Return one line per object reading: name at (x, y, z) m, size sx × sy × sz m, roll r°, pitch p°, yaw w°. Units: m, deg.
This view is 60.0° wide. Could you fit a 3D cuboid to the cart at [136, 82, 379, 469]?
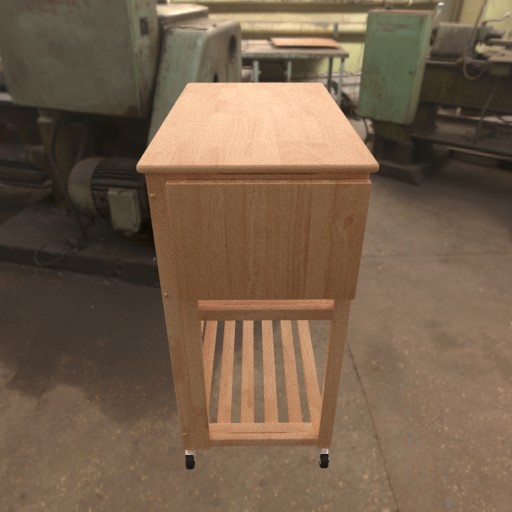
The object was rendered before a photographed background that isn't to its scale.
cart at (0.000, 0.000, 1.356) m, size 0.432 × 0.879 × 0.853 m, roll 0°, pitch 32°, yaw 0°
